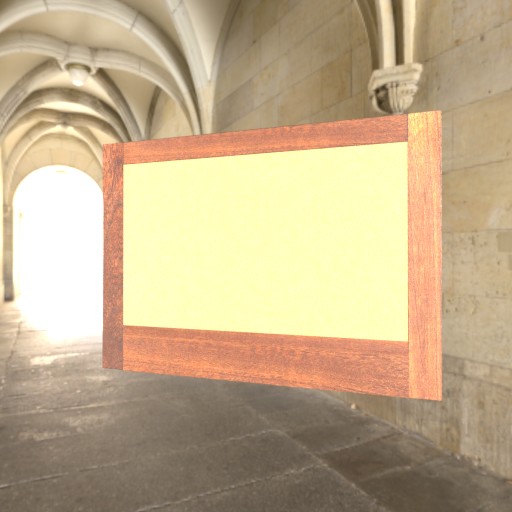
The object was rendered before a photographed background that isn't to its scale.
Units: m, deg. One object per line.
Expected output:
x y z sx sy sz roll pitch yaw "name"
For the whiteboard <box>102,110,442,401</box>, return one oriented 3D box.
0.000 0.000 1.018 0.783 0.559 0.083 0 0 19 "whiteboard"
